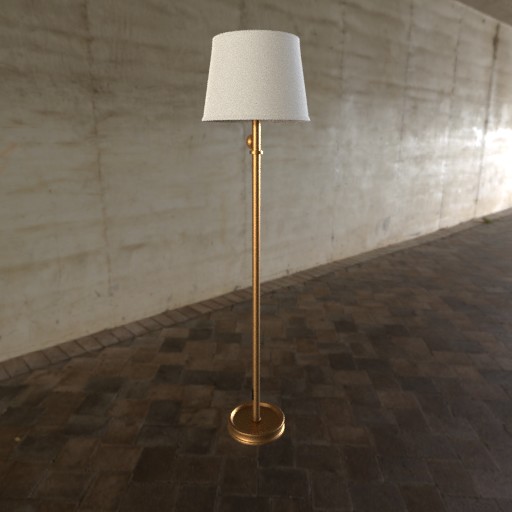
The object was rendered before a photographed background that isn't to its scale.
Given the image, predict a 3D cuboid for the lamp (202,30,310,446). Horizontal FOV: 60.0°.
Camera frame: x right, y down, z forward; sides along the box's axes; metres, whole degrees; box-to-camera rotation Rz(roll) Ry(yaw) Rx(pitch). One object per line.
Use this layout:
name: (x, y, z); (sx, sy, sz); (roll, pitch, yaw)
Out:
lamp: (0.000, 0.000, 0.796); (0.178, 0.710, 0.178); (0, 15, 0)
